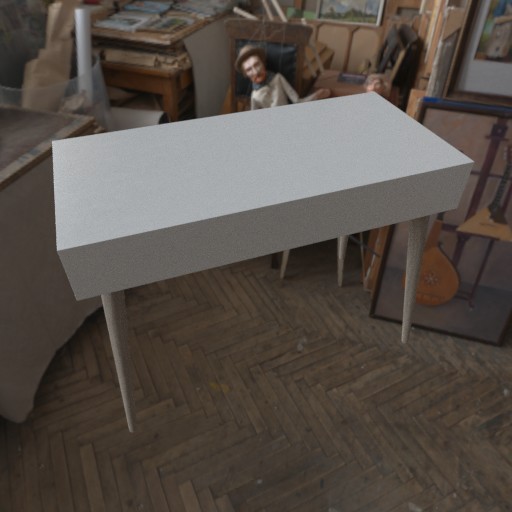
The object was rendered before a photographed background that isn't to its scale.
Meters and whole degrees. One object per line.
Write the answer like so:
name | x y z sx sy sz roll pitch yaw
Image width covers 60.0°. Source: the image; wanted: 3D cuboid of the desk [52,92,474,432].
desk | 0.000 0.000 1.377 0.979 0.723 0.491 -14 44 -15
